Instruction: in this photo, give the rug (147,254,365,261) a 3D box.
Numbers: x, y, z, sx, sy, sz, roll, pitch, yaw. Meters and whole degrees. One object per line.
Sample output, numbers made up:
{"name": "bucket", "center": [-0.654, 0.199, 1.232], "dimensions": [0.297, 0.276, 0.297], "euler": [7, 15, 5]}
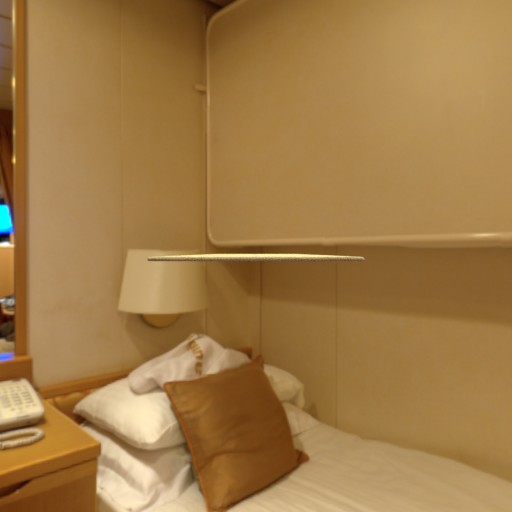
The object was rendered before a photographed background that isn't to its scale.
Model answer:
{"name": "rug", "center": [0.000, 0.000, 2.513], "dimensions": [0.678, 0.014, 2.276], "euler": [0, 0, 0]}
